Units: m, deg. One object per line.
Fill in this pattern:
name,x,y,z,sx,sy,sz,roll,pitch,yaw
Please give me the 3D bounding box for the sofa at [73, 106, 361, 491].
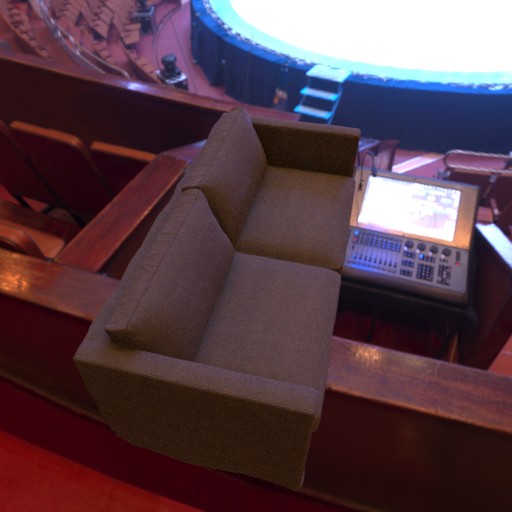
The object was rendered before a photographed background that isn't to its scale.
sofa,0.000,0.000,2.428,0.953,0.855,1.982,10,46,10
